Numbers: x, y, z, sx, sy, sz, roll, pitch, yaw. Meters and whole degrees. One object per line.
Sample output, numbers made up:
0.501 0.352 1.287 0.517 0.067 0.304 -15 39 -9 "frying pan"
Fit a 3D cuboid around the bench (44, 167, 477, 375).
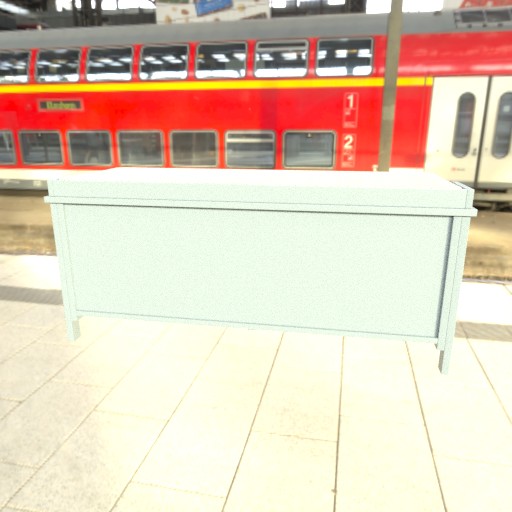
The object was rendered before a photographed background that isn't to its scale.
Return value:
0.000 0.000 1.394 1.140 0.501 0.398 3 17 10 "bench"
